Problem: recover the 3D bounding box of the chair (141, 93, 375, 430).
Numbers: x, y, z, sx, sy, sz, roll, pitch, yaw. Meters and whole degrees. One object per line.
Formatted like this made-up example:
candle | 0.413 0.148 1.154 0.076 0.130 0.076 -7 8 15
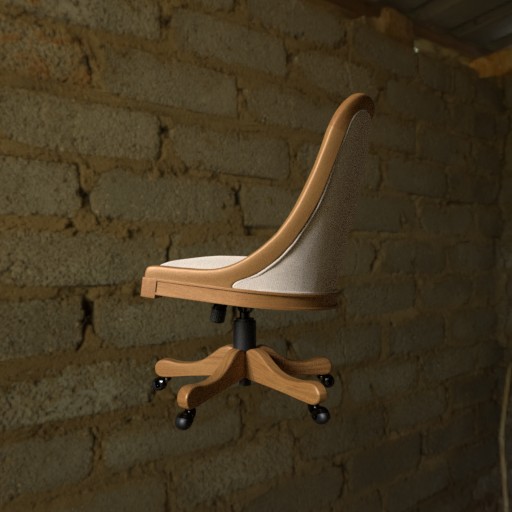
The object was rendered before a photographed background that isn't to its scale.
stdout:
chair | 0.000 0.000 1.565 0.811 1.009 0.702 0 0 17
